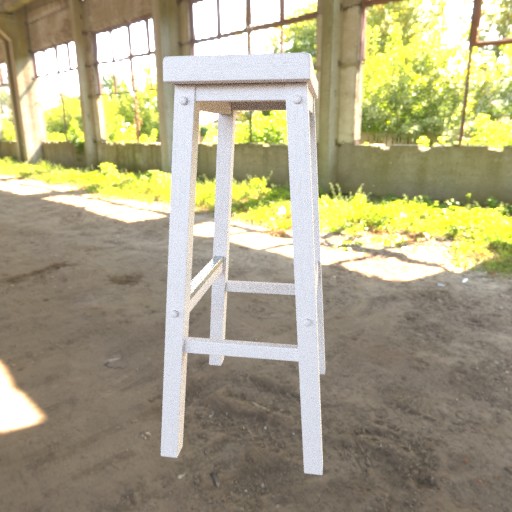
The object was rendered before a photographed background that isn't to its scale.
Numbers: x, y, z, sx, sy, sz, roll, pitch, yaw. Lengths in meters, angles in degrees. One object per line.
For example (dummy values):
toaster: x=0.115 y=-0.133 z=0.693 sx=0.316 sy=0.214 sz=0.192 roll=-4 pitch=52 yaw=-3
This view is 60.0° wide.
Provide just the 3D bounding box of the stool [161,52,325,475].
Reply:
stool: x=0.000 y=0.000 z=0.960 sx=0.322 sy=0.742 sz=0.406 roll=2 pitch=16 yaw=9
